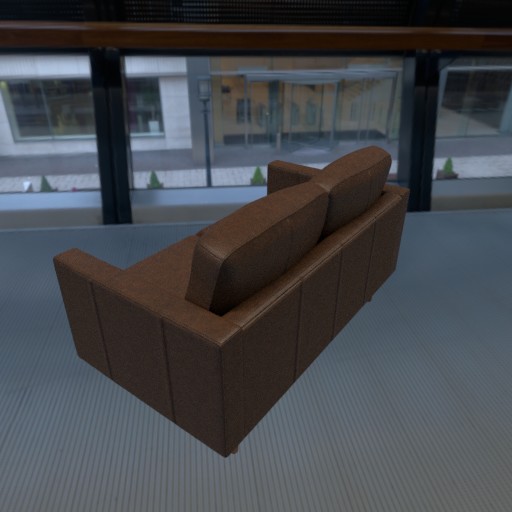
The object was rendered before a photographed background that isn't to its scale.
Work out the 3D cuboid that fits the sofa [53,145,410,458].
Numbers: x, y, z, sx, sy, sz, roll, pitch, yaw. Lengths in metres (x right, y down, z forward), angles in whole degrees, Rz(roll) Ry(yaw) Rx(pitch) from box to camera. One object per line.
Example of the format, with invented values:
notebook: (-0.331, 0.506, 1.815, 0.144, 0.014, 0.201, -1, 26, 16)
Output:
sofa: (0.000, 0.000, 2.175, 0.909, 0.951, 1.578, 20, 35, 31)
